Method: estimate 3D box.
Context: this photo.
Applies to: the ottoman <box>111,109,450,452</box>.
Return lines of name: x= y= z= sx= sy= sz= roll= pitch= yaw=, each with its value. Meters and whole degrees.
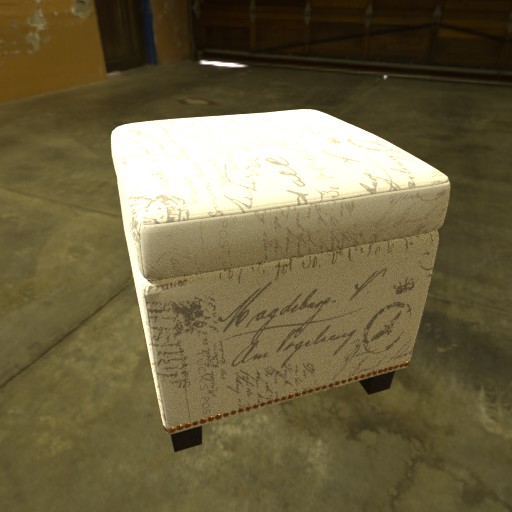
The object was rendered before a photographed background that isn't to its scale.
ottoman: x=0.000 y=0.000 z=0.834 sx=0.450 sy=0.457 sz=0.449 roll=-10 pitch=32 yaw=-16
